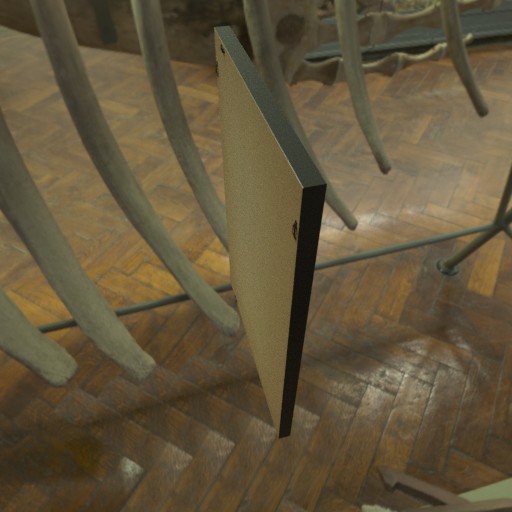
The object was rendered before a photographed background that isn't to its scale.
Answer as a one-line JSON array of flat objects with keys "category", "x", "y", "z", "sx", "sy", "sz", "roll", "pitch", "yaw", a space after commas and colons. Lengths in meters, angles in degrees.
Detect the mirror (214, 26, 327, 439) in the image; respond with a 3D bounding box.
[{"category": "mirror", "x": 0.000, "y": 0.000, "z": 1.151, "sx": 0.041, "sy": 0.915, "sz": 0.609, "roll": -11, "pitch": 48, "yaw": -10}]
